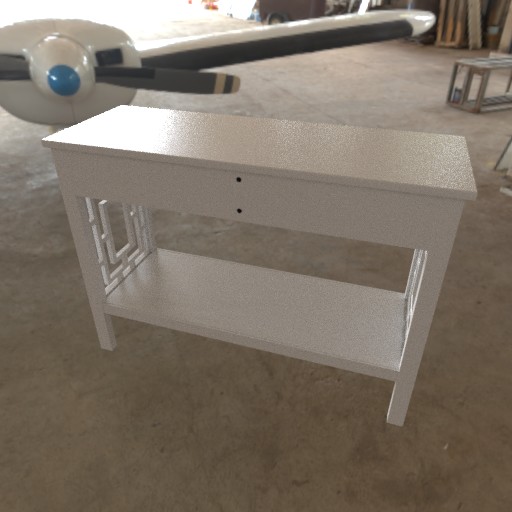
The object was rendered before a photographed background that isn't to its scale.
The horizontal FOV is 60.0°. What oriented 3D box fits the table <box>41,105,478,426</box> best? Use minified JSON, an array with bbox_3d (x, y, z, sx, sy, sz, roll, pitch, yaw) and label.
[{"bbox_3d":[0.000,0.000,1.390,1.068,0.753,0.397,10,34,15],"label":"table"}]
